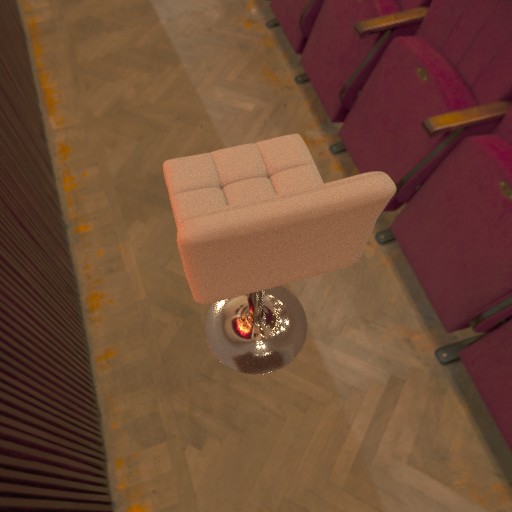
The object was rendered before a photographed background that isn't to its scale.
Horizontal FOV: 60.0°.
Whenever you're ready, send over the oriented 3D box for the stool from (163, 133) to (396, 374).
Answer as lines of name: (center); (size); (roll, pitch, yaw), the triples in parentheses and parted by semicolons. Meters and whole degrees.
stool: (0.000, 0.000, 1.372); (0.430, 1.115, 0.505); (-14, 60, -8)
